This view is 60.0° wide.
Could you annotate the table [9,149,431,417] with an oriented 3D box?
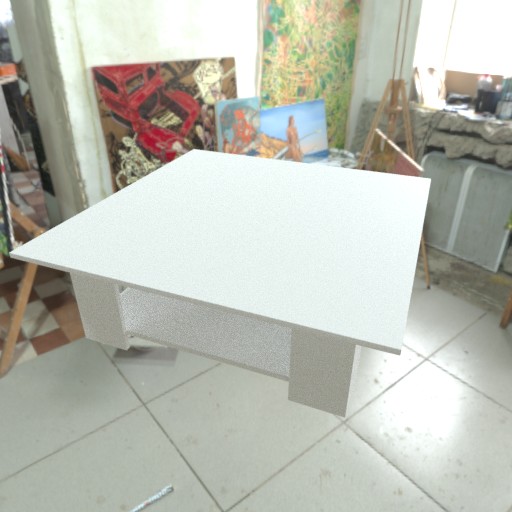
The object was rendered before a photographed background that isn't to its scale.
[{"bbox_3d":[0.000,0.000,1.328,0.890,0.305,0.890,11,32,19],"label":"table"}]
